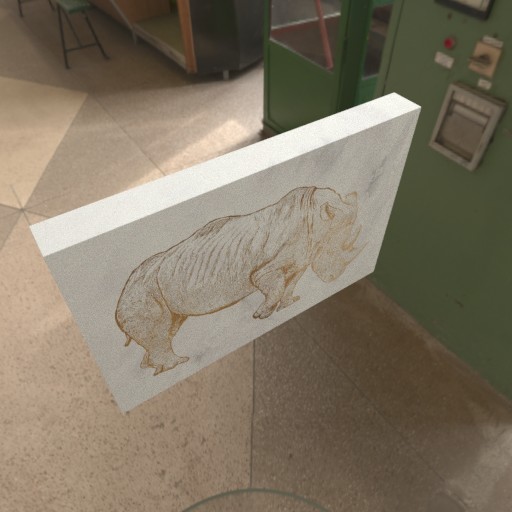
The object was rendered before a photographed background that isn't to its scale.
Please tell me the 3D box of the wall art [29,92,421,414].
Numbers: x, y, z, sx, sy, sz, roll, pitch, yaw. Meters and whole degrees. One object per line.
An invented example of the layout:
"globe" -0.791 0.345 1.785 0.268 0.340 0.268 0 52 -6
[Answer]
"wall art" 0.000 0.000 0.483 0.381 0.254 0.038 -26 52 -22
